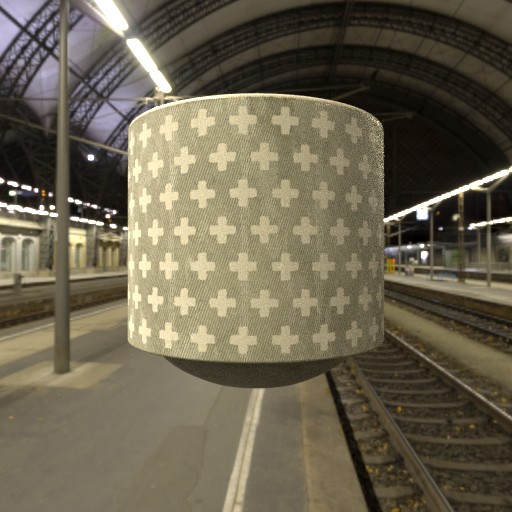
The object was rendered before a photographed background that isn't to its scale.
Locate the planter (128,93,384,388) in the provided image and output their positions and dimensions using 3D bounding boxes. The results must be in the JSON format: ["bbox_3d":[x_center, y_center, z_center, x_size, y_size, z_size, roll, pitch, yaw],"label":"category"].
[{"bbox_3d":[0.000,0.000,0.451,0.250,0.239,0.250,0,0,0],"label":"planter"}]
